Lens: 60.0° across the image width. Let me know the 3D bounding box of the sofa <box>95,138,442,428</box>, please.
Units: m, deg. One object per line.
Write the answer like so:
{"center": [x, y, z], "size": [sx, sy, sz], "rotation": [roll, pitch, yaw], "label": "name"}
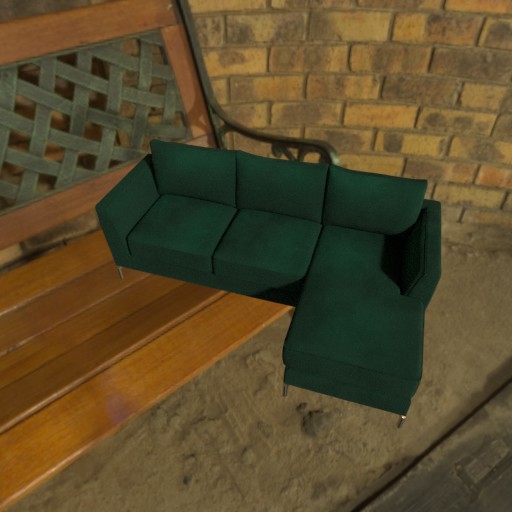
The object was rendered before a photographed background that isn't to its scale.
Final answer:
{"center": [0.000, 0.000, 3.206], "size": [2.441, 1.007, 1.489], "rotation": [12, 43, 13], "label": "sofa"}
